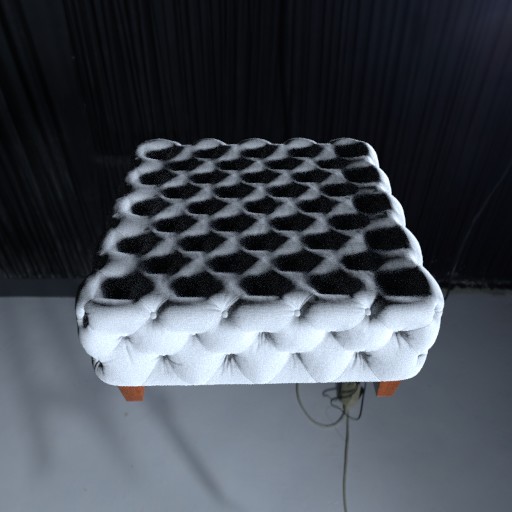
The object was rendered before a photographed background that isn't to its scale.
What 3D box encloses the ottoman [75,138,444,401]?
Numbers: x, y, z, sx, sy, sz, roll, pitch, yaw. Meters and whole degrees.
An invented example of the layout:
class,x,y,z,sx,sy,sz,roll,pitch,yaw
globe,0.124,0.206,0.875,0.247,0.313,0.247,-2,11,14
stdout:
class,x,y,z,sx,sy,sz,roll,pitch,yaw
ottoman,0.000,0.000,1.222,0.764,0.365,0.758,-1,41,-1
